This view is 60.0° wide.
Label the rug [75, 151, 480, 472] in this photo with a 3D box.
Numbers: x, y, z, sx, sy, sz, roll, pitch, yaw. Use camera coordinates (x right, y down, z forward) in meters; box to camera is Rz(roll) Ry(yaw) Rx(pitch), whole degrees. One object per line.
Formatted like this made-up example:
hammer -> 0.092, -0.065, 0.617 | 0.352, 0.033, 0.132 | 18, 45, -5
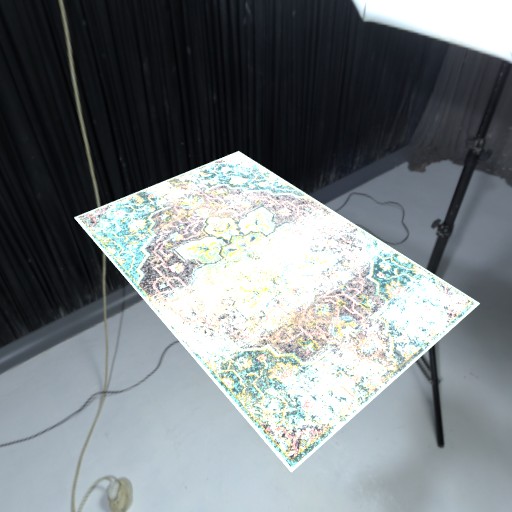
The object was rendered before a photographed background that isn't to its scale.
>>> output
rug -> 0.000, 0.000, 2.943 | 1.566, 0.004, 2.363 | -28, 49, -27
